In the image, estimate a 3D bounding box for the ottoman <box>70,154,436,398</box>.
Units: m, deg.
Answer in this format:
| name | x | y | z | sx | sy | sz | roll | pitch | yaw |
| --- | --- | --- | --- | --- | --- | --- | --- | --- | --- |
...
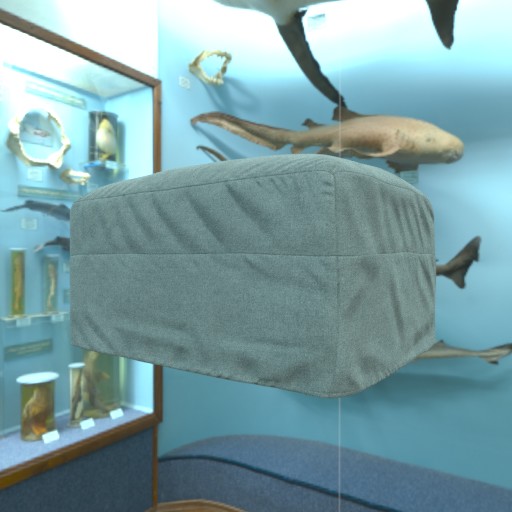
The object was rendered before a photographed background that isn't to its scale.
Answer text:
| name | x | y | z | sx | sy | sz | roll | pitch | yaw |
| --- | --- | --- | --- | --- | --- | --- | --- | --- | --- |
| ottoman | 0.000 | 0.000 | 1.228 | 0.837 | 0.481 | 0.683 | 0 | 1 | 36 |
